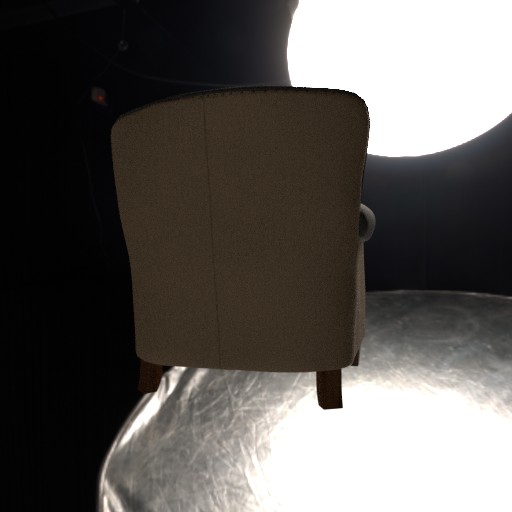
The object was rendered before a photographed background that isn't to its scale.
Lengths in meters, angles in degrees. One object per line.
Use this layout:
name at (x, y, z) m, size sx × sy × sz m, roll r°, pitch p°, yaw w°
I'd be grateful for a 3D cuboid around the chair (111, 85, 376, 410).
chair at (0.000, 0.000, 1.643) m, size 0.861 × 0.936 × 0.921 m, roll 0°, pitch -1°, yaw 19°
